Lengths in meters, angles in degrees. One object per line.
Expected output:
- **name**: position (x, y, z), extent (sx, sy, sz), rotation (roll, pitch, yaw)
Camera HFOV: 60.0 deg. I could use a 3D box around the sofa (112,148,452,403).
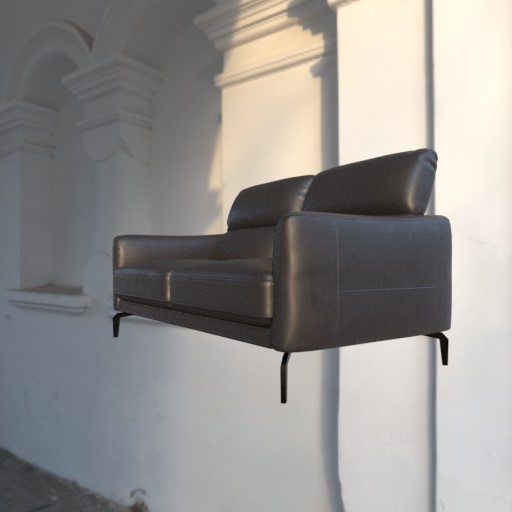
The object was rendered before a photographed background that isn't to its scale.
- **sofa**: position (0.000, 0.000, 2.169), extent (0.958, 0.920, 1.596), rotation (1, -1, -37)
